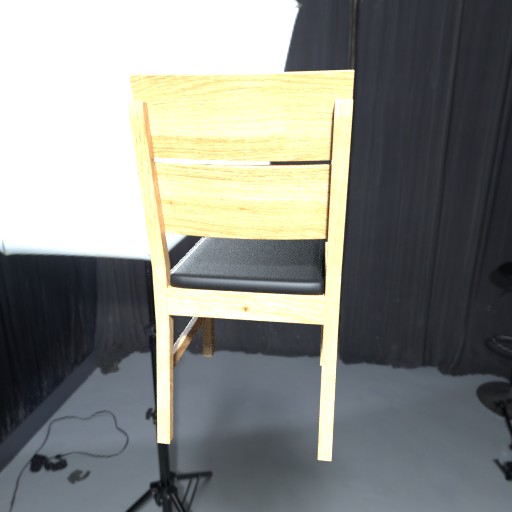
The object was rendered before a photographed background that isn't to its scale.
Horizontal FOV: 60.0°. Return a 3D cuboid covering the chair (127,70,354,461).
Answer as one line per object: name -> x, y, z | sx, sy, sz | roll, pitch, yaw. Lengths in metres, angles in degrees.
chair -> 0.000, 0.000, 1.299 | 0.475, 0.950, 0.569 | 2, 17, 8
